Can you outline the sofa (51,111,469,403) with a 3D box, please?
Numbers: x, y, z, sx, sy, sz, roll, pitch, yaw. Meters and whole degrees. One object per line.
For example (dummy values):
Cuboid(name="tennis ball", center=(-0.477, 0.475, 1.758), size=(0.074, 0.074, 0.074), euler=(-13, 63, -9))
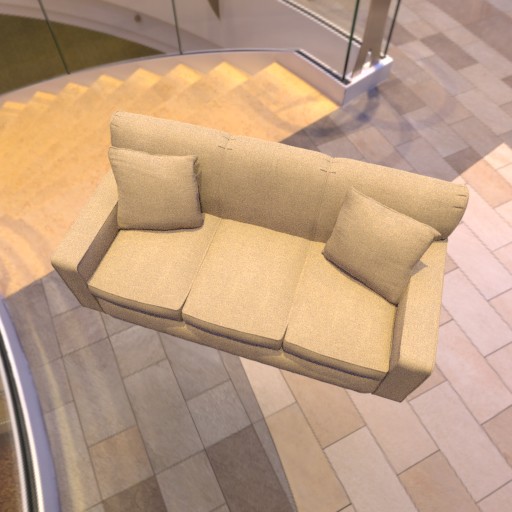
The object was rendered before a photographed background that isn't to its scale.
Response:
Cuboid(name="sofa", center=(0.000, 0.000, 2.550), size=(2.024, 0.958, 0.997), euler=(15, 59, 9))
